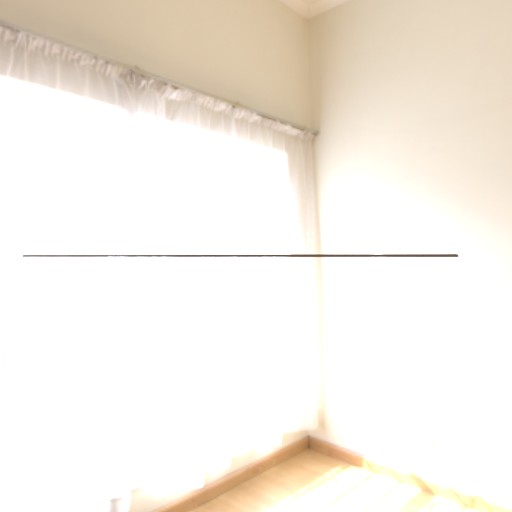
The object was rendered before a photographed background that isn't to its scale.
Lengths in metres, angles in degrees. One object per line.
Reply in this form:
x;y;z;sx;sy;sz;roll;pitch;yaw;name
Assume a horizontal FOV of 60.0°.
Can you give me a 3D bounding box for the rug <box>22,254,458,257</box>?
0.000;0.000;2.904;2.260;0.013;1.600;0;0;18;rug
